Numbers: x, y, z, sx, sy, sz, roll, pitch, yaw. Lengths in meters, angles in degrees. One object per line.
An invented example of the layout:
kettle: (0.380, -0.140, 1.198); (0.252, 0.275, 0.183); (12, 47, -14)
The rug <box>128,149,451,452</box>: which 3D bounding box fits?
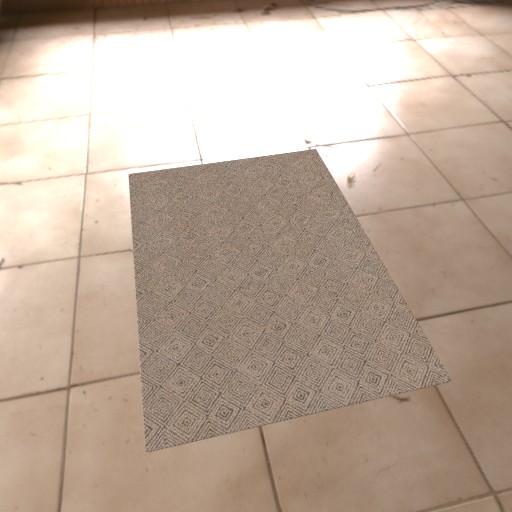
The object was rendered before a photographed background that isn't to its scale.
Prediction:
rug: (0.000, 0.000, 2.959); (1.593, 0.008, 2.238); (-10, 47, -9)
